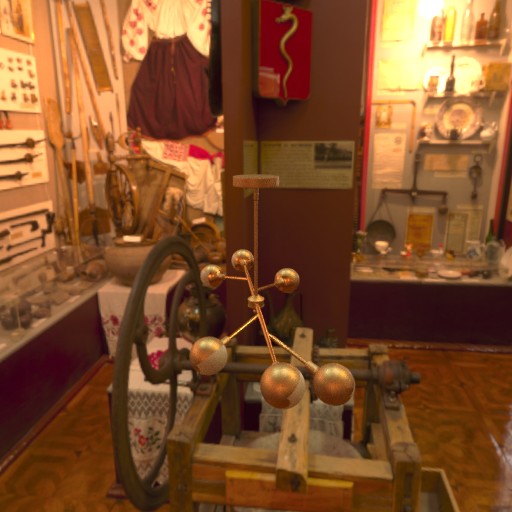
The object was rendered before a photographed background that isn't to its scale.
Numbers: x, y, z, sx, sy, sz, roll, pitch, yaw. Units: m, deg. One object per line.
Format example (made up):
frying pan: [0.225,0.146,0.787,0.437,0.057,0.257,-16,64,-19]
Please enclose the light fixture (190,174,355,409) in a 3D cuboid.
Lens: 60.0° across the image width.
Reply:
light fixture: [0.000,0.000,1.019,0.434,0.362,0.778,2,15,9]
